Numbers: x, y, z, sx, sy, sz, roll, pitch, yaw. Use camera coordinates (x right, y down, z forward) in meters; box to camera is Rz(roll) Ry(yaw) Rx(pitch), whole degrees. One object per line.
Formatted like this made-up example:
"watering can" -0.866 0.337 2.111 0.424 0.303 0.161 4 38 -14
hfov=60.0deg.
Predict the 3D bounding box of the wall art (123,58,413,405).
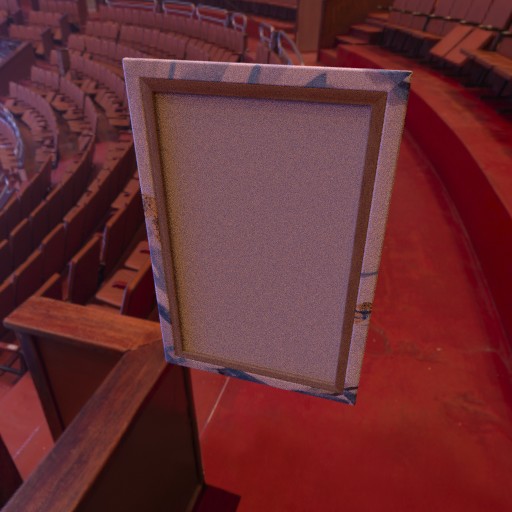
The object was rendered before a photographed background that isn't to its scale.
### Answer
"wall art" 0.000 0.000 1.138 0.610 0.914 0.016 9 33 14
